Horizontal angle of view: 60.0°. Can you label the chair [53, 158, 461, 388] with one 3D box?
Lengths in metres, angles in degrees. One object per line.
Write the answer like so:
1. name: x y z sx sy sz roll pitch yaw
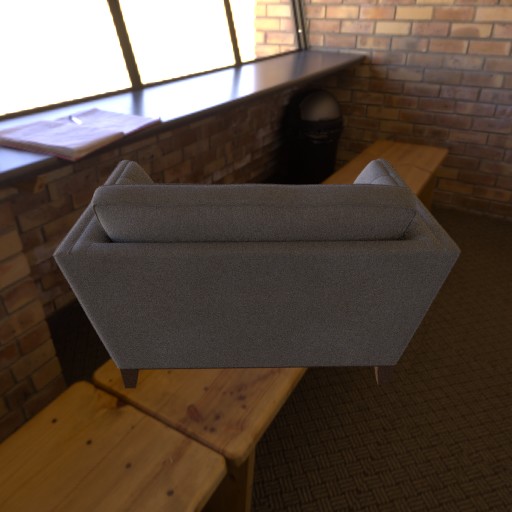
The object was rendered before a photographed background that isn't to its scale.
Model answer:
1. chair: 0.000 0.000 2.068 1.396 0.942 0.965 -1 31 -1
